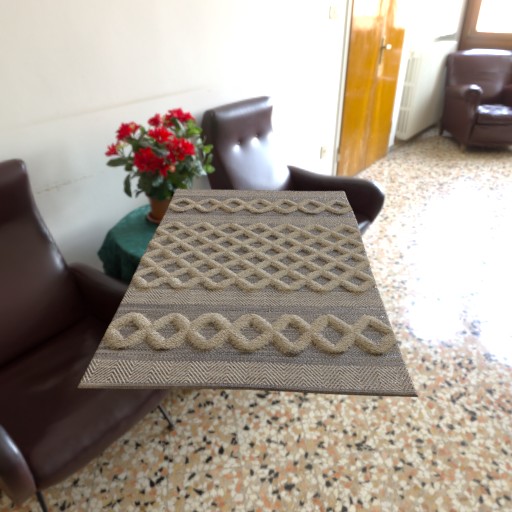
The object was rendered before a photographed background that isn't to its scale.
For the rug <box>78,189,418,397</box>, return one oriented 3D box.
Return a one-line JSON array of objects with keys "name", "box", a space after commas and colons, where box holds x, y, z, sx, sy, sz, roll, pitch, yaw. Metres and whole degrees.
[{"name": "rug", "box": [0.000, 0.000, 2.950, 1.513, 0.033, 2.333, 1, 31, 2]}]
